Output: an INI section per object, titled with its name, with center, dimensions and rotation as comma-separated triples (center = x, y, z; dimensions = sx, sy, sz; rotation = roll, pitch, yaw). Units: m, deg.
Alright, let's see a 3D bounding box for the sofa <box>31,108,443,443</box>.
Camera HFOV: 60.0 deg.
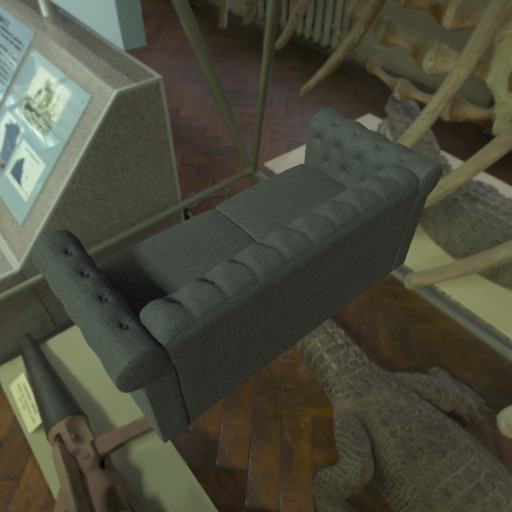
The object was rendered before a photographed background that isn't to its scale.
[sofa]
center = 0.000, 0.000, 2.236
dimensions = 1.798, 0.797, 0.783
rotation = -31, 54, -26
